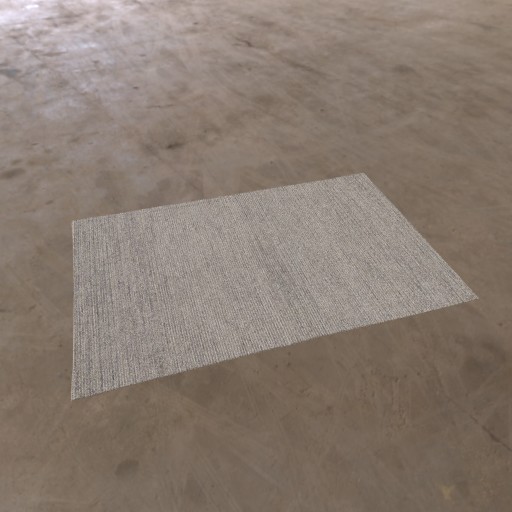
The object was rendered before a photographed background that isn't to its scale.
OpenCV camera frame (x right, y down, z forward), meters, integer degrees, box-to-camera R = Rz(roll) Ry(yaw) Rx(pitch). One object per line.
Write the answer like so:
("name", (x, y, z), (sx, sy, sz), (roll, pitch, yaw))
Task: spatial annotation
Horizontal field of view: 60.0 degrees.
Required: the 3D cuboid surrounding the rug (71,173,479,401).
("rug", (0.000, 0.000, 2.255), (1.804, 0.022, 1.162), (-11, 43, -12))
